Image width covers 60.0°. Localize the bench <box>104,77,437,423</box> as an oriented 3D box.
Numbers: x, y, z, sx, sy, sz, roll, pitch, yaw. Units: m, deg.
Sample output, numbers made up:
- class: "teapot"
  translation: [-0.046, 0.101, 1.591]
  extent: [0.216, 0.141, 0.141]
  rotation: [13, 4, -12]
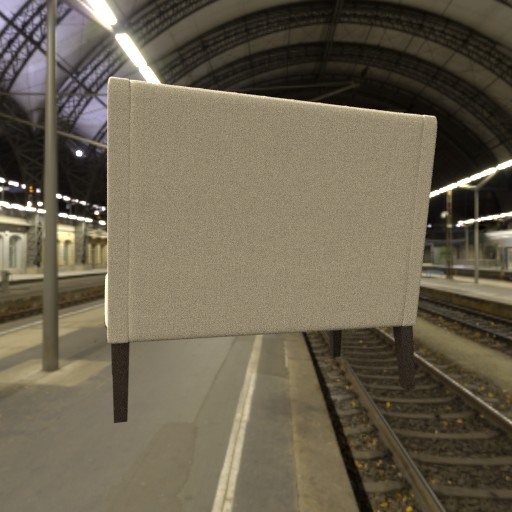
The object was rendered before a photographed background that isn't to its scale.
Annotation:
- class: "bench"
  translation: [0.000, 0.000, 1.974]
  extent: [1.280, 1.123, 0.847]
  rotation: [0, 0, -19]
